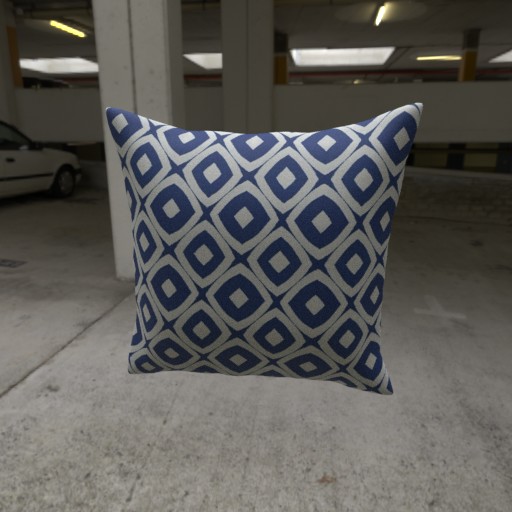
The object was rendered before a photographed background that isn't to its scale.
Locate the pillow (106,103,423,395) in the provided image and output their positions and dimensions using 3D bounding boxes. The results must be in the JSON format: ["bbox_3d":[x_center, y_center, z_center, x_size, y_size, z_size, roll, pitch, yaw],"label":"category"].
[{"bbox_3d":[0.000,0.000,0.763,0.504,0.494,0.188,2,16,8],"label":"pillow"}]
